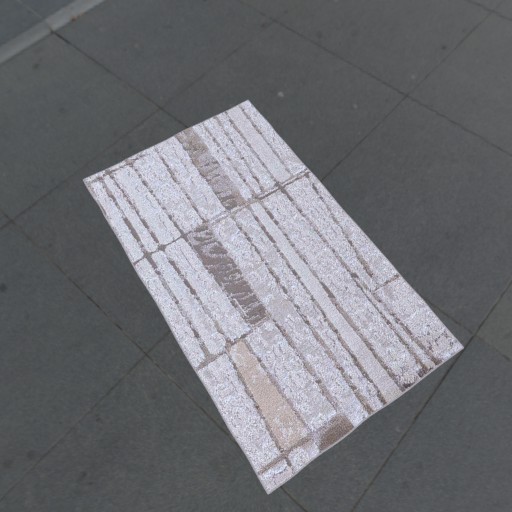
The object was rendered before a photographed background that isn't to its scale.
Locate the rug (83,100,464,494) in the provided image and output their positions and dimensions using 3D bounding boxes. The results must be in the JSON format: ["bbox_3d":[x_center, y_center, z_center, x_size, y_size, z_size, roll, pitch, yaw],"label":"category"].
[{"bbox_3d":[0.000,0.000,1.058,0.515,0.007,0.867,-31,68,-14],"label":"rug"}]
